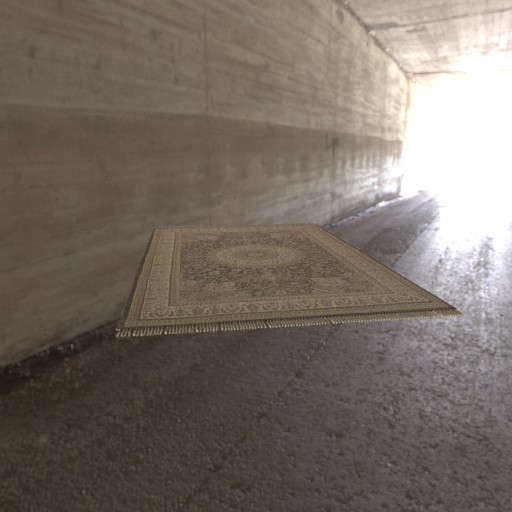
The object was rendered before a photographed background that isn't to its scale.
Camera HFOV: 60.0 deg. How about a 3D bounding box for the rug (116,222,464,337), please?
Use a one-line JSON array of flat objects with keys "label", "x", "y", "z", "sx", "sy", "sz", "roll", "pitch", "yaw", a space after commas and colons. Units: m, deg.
[{"label": "rug", "x": 0.000, "y": 0.000, "z": 3.027, "sx": 1.528, "sy": 0.010, "sz": 2.440, "roll": -2, "pitch": 14, "yaw": -9}]
